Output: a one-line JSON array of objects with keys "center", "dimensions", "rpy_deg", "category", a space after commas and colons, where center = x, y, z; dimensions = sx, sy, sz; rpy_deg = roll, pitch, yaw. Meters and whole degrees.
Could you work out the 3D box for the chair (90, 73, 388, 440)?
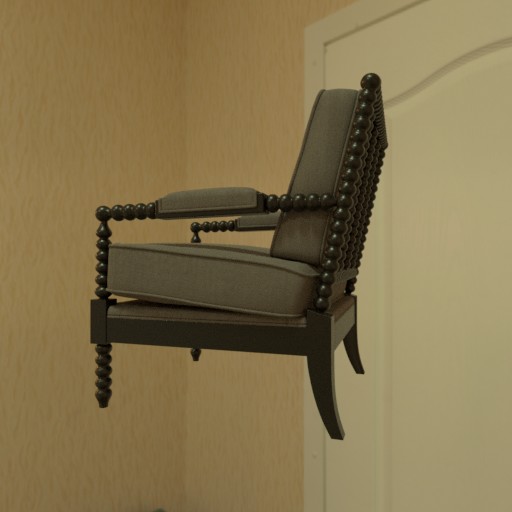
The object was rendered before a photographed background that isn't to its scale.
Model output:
[{"center": [0.000, 0.000, 1.105], "dimensions": [0.622, 0.661, 0.540], "rpy_deg": [0, 0, 18], "category": "chair"}]
